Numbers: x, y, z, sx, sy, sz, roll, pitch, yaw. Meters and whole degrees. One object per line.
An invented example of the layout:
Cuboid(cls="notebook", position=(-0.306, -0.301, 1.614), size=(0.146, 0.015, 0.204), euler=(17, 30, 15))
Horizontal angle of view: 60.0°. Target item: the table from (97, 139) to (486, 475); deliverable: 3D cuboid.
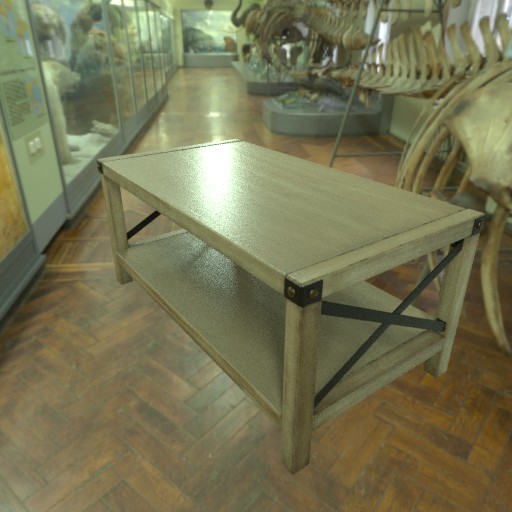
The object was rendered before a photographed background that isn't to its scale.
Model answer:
Cuboid(cls="table", position=(0.000, 0.000, 1.308), size=(0.559, 0.456, 1.016), euler=(-18, 31, -32))
